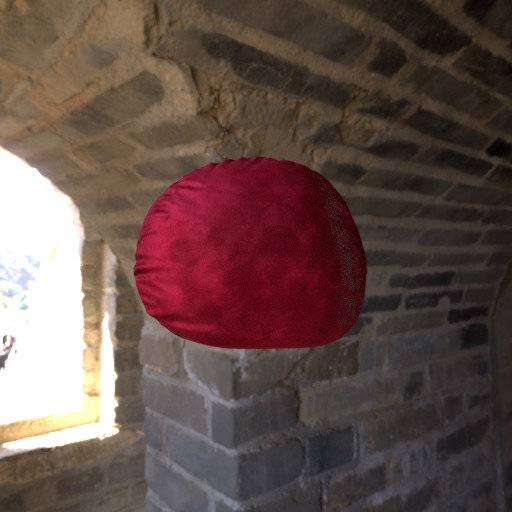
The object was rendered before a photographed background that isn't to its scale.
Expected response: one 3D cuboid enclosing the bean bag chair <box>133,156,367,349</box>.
[{"bbox_3d":[0.000,0.000,2.829,1.216,0.867,2.293,0,-2,1],"label":"bean bag chair"}]
